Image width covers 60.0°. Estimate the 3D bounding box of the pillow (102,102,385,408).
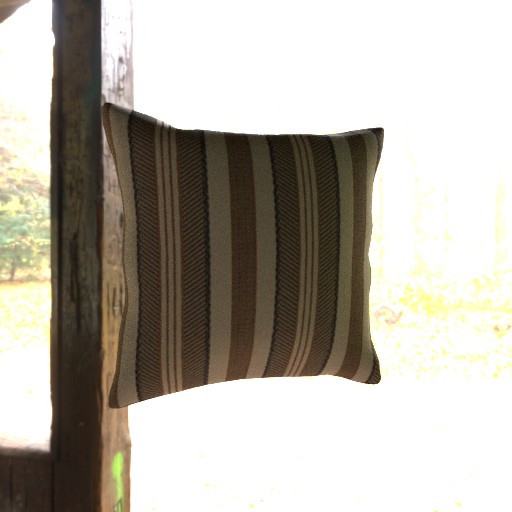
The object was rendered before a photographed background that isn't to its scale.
[{"bbox_3d":[0.000,0.000,0.634,0.416,0.401,0.173,0,1,-16],"label":"pillow"}]
